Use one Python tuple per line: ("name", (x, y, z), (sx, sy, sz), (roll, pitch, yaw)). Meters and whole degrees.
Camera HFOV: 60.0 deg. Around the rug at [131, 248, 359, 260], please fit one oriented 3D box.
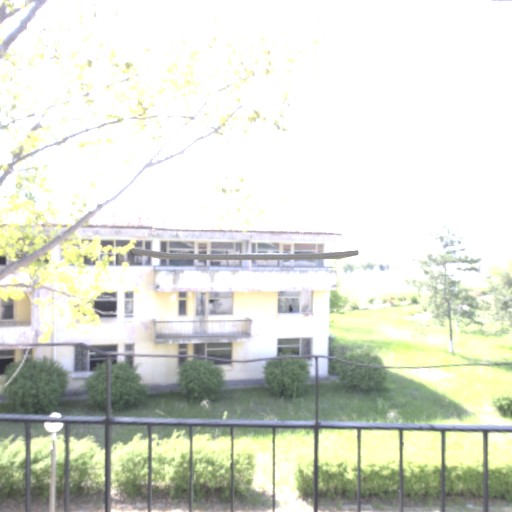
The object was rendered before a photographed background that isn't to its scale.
("rug", (0.000, 0.000, 2.659), (0.752, 0.051, 2.452), (0, 0, 2))
